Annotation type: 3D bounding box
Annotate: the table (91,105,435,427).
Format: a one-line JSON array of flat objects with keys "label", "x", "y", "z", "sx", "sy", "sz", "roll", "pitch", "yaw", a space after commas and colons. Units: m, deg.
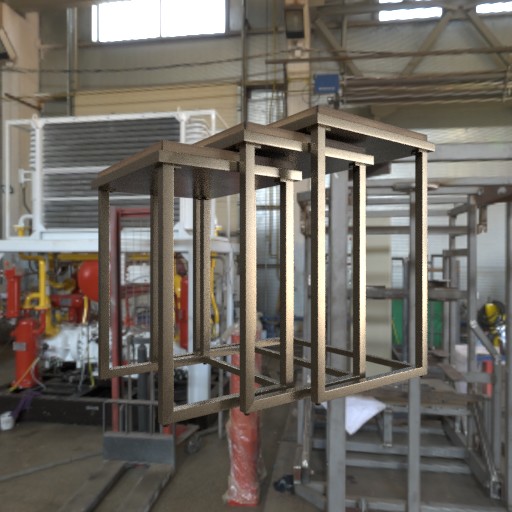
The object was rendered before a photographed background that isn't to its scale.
[{"label": "table", "x": 0.000, "y": 0.000, "z": 1.131, "sx": 0.706, "sy": 0.610, "sz": 0.559, "roll": 0, "pitch": 0, "yaw": -36}]
